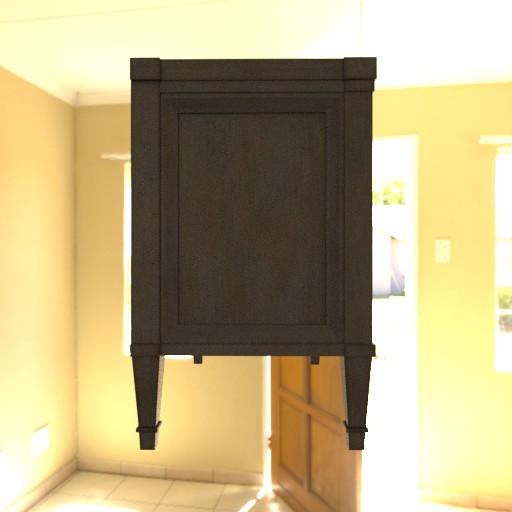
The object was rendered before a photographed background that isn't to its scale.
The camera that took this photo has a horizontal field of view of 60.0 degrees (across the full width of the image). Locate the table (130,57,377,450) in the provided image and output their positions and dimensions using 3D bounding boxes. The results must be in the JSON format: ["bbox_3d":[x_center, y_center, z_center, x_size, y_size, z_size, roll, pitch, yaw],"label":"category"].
[{"bbox_3d":[0.000,0.000,1.064,0.413,0.660,0.660,0,0,1],"label":"table"}]
